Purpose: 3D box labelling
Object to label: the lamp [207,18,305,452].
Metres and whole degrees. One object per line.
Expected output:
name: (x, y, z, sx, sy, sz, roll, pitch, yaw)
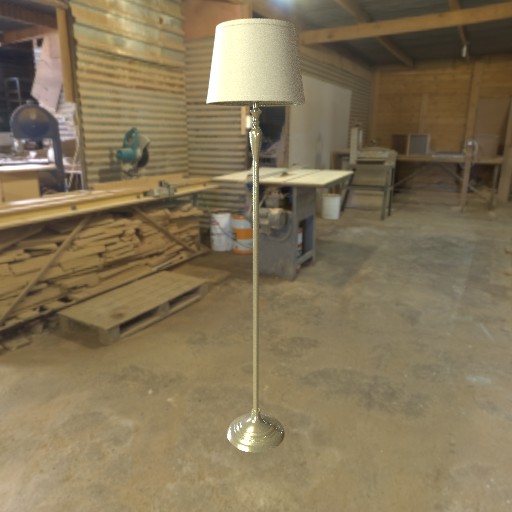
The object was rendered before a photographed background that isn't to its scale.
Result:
lamp: (0.000, 0.000, 1.615, 0.327, 1.506, 0.327, 8, 18, 27)
